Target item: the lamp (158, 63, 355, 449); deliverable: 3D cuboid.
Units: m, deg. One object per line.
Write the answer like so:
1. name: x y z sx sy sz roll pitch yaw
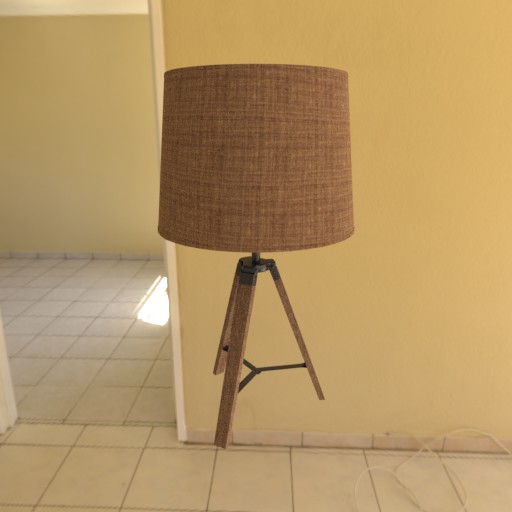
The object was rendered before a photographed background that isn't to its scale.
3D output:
1. lamp: 0.000 0.000 0.679 0.290 0.514 0.290 0 17 0
